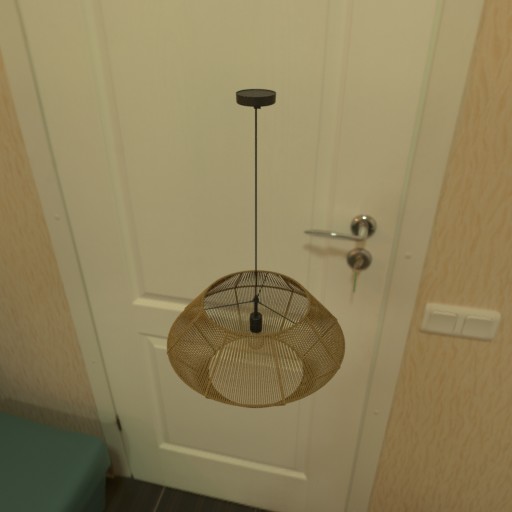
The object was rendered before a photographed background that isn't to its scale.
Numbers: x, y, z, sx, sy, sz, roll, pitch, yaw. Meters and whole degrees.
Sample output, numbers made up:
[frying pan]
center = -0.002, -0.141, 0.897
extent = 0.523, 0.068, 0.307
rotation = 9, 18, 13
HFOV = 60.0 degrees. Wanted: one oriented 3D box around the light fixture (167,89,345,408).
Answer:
[light fixture]
center = 0.000, 0.000, 1.433
extent = 0.643, 1.009, 0.643
rotation = 0, 31, 0
